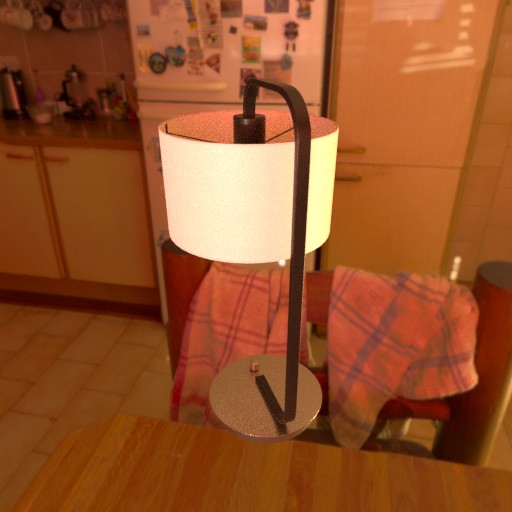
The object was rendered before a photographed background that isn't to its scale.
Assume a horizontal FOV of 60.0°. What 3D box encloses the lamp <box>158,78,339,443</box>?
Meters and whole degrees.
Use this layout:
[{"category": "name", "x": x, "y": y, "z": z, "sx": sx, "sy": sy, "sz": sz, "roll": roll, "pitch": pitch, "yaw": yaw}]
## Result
[{"category": "lamp", "x": 0.000, "y": 0.000, "z": 0.631, "sx": 0.230, "sy": 0.473, "sz": 0.288, "roll": -9, "pitch": 28, "yaw": -17}]
